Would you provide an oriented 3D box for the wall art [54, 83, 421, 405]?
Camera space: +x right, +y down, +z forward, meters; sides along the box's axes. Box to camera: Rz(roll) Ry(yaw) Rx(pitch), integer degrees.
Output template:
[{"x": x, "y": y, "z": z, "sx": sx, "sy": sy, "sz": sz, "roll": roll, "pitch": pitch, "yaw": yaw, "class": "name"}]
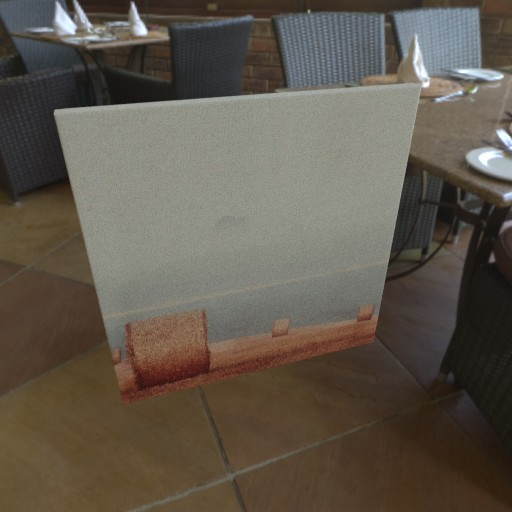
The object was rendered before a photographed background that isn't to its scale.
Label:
[{"x": 0.000, "y": 0.000, "z": 0.584, "sx": 0.405, "sy": 0.405, "sz": 0.023, "roll": -10, "pitch": 33, "yaw": -16, "class": "wall art"}]
